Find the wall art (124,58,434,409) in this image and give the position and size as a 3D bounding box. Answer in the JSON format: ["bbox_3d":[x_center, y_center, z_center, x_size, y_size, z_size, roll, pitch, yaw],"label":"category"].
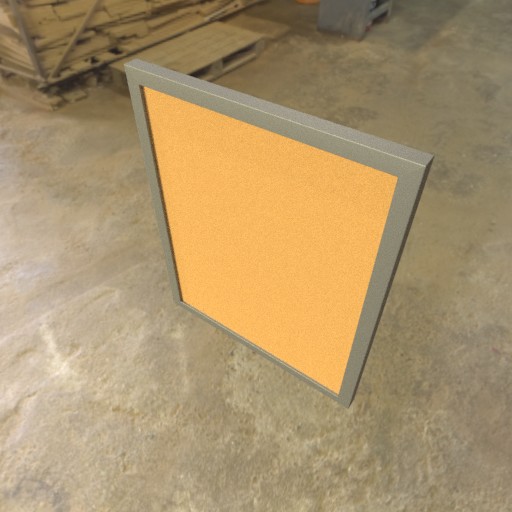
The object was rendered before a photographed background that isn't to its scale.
[{"bbox_3d":[0.000,0.000,0.765,0.458,0.558,0.029,27,51,24],"label":"wall art"}]
